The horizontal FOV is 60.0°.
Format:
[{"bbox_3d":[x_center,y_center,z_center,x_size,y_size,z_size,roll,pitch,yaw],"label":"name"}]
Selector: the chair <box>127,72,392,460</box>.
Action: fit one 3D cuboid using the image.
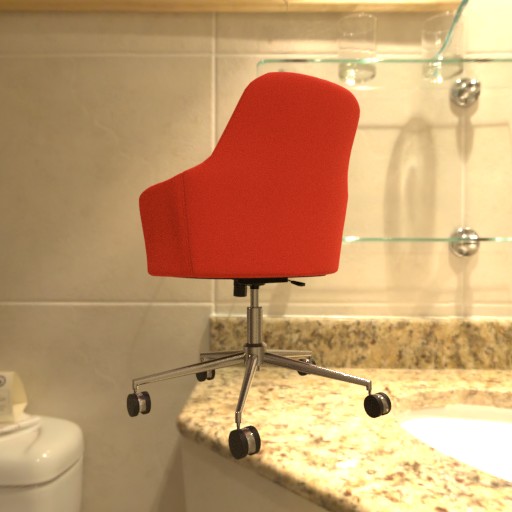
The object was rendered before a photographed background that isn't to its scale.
[{"bbox_3d":[0.000,0.000,1.245,0.655,0.820,0.600,0,0,-36],"label":"chair"}]
